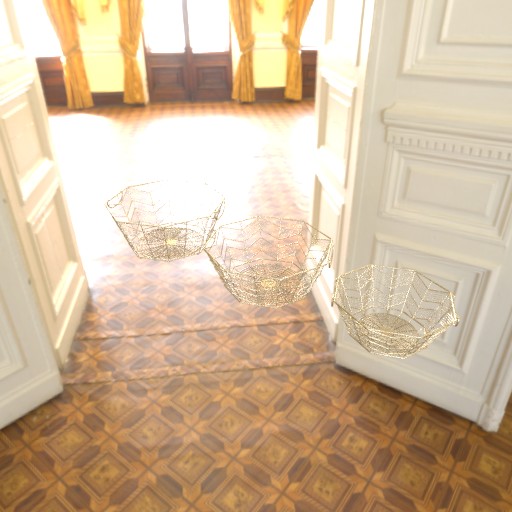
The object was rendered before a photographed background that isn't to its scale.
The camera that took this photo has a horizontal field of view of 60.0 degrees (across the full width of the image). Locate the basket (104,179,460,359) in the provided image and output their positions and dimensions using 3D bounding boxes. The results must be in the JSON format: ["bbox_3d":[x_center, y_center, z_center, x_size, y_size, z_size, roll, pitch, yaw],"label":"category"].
[{"bbox_3d":[0.000,0.000,1.429,1.246,0.178,0.432,21,36,31],"label":"basket"}]
